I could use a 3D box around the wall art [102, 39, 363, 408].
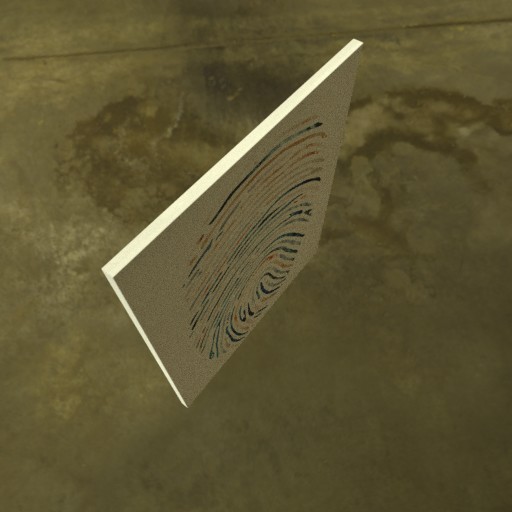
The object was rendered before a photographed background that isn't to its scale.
[{"bbox_3d":[0.000,0.000,0.981,0.021,0.710,0.609,33,64,19],"label":"wall art"}]
